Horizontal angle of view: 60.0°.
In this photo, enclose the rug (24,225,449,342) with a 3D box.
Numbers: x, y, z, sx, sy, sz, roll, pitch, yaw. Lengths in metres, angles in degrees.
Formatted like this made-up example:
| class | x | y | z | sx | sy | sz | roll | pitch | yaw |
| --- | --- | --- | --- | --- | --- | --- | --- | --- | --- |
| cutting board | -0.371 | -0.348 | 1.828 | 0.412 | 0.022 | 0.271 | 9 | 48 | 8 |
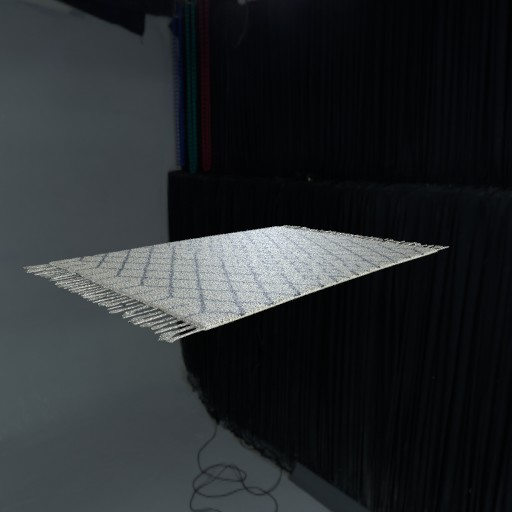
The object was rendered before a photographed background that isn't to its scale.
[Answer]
| class | x | y | z | sx | sy | sz | roll | pitch | yaw |
| --- | --- | --- | --- | --- | --- | --- | --- | --- | --- |
| rug | 0.000 | 0.000 | 3.123 | 1.664 | 0.029 | 2.615 | 12 | 17 | 44 |
